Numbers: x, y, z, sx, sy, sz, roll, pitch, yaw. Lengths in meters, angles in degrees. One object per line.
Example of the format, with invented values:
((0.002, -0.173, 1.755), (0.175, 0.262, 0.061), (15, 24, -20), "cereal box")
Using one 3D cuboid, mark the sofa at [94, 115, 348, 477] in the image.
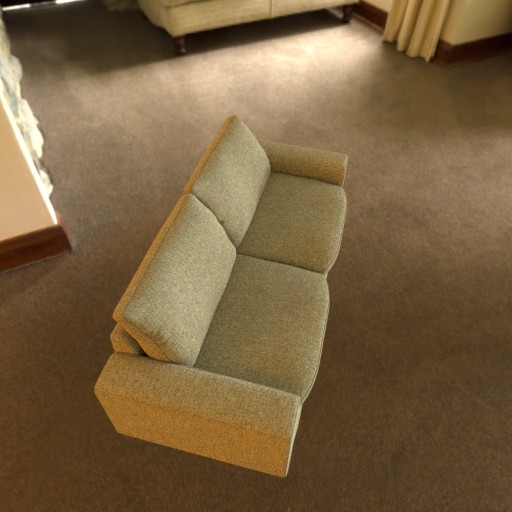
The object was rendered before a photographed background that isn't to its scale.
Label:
((0.000, 0.000, 2.881), (1.040, 0.922, 2.299), (11, 48, 10), "sofa")
